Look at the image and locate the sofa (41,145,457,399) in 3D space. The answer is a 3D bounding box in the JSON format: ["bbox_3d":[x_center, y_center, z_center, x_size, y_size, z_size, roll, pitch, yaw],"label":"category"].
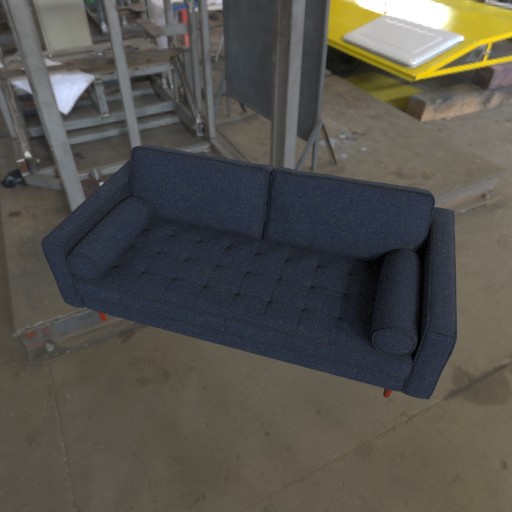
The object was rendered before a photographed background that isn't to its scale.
[{"bbox_3d":[0.000,0.000,2.305,1.880,0.762,0.914,12,42,13],"label":"sofa"}]
